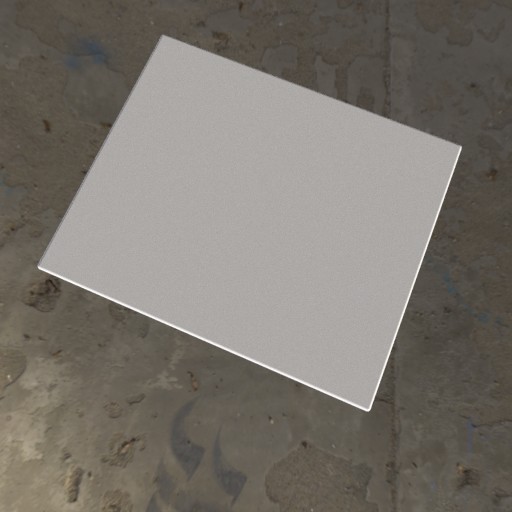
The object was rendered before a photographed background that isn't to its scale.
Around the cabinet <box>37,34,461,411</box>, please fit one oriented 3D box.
[{"bbox_3d":[0.000,0.000,1.024,0.520,0.723,0.431,22,78,5],"label":"cabinet"}]
